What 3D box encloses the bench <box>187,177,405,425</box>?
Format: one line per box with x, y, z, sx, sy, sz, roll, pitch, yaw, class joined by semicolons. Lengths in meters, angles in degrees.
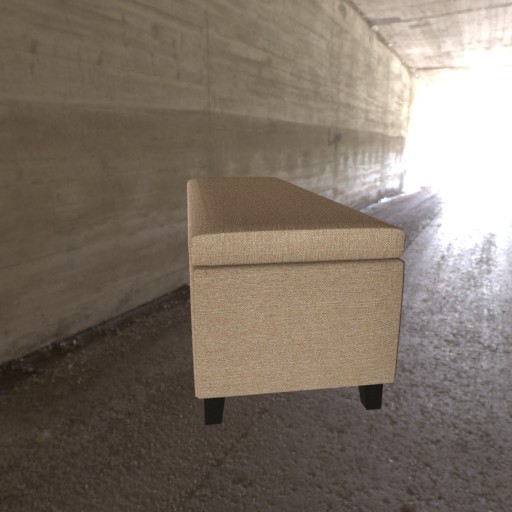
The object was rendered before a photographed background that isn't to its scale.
0.000;0.000;1.505;0.446;0.438;1.269;-2;15;-8;bench
